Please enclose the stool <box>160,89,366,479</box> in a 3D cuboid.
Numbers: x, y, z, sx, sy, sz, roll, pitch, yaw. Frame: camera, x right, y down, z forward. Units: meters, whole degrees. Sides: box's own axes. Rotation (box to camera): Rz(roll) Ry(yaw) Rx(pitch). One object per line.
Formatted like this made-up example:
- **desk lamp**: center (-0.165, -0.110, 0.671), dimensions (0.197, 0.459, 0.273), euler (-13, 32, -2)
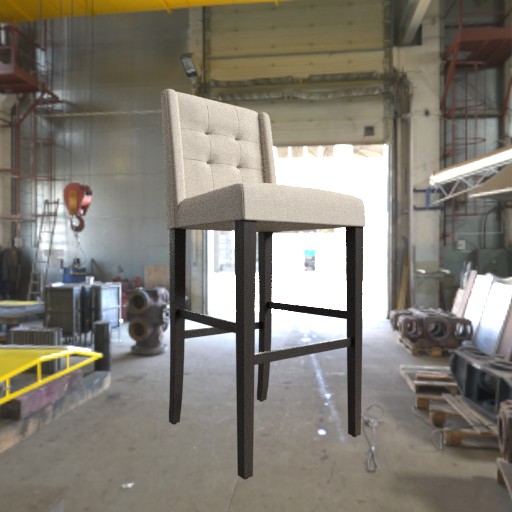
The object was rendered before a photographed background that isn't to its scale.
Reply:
- **stool**: center (0.000, 0.000, 1.424), dimensions (0.474, 1.116, 0.509), euler (0, 0, -38)
